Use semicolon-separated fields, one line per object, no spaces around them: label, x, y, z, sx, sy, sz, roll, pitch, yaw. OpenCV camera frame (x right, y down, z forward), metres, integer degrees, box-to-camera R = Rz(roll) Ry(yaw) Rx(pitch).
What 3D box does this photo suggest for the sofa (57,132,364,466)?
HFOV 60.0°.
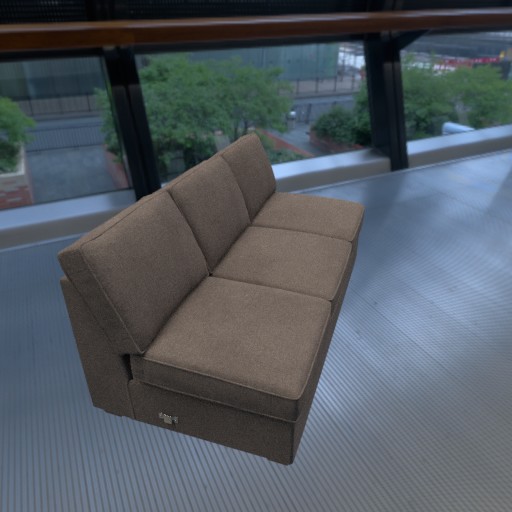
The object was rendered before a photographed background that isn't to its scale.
sofa;0.000;0.000;2.540;1.027;0.973;1.962;10;31;17
